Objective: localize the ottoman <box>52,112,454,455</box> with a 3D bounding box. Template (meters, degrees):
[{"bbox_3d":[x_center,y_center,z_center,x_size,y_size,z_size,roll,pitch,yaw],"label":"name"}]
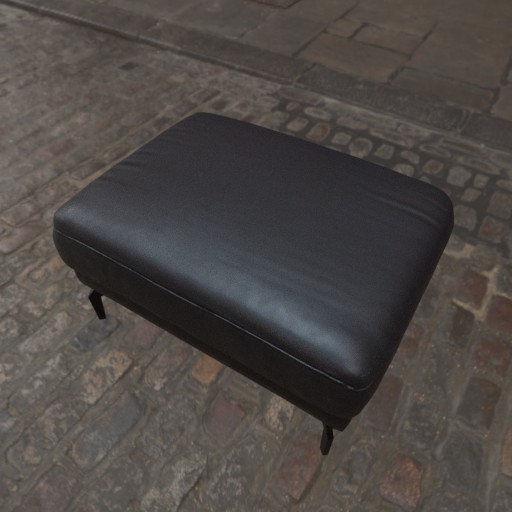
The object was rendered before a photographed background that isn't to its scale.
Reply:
[{"bbox_3d":[0.000,0.000,1.072,0.764,0.402,0.570,24,51,21],"label":"ottoman"}]
